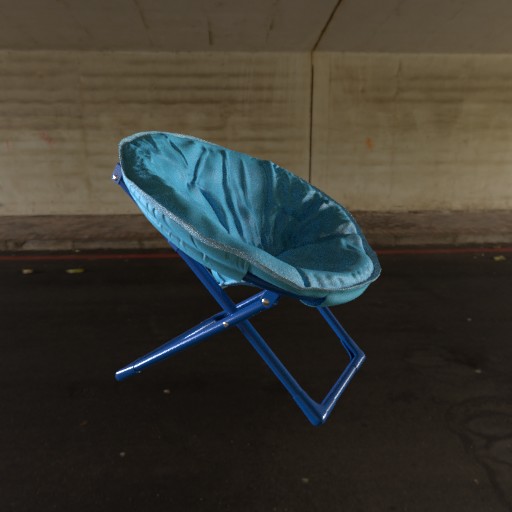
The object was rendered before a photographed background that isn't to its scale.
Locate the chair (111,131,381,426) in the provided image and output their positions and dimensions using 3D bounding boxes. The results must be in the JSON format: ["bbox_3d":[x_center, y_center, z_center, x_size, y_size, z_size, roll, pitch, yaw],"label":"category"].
[{"bbox_3d":[0.000,0.000,0.867,0.465,0.478,0.520,7,15,27],"label":"chair"}]
